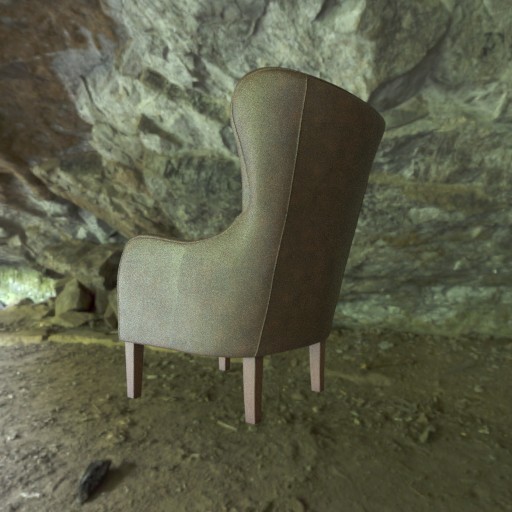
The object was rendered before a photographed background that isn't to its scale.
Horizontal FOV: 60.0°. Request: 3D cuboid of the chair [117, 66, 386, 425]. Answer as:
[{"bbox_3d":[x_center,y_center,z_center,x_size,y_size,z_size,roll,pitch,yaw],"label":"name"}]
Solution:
[{"bbox_3d":[0.000,0.000,1.639,0.914,1.048,0.692,-1,-1,36],"label":"chair"}]
